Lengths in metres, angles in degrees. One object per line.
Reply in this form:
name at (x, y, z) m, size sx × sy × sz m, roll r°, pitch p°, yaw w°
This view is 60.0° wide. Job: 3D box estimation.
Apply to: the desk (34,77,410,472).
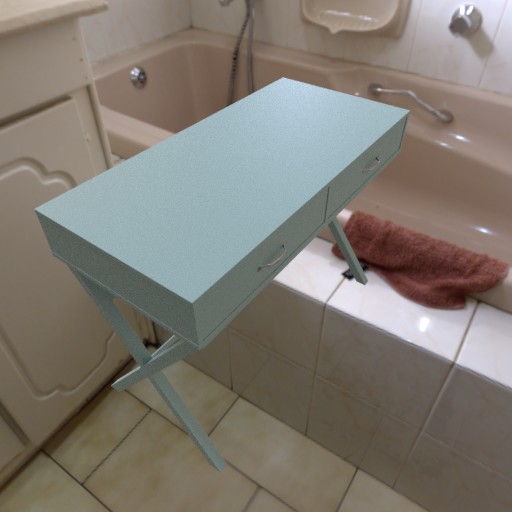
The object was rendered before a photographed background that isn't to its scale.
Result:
desk at (0.000, 0.000, 1.508) m, size 0.525 × 0.780 × 1.057 m, roll 26°, pitch 48°, yaw 26°
